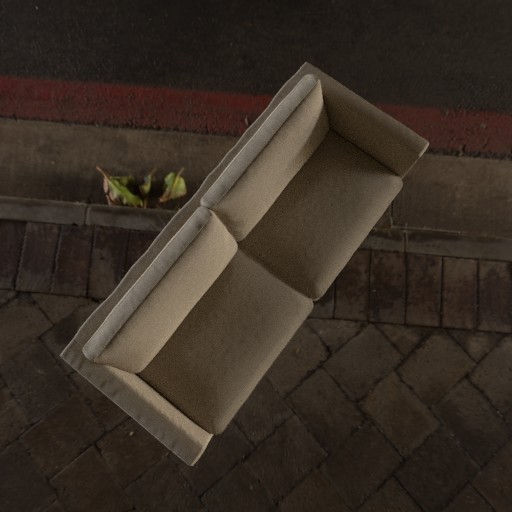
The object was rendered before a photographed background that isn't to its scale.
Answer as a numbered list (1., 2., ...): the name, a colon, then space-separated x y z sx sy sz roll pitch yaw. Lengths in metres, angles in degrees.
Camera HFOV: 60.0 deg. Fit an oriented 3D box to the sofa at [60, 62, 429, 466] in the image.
1. sofa: 0.000 0.000 2.778 0.956 0.847 2.296 37 80 8
